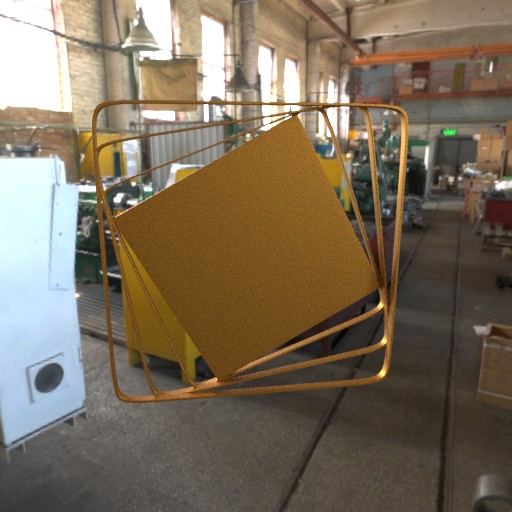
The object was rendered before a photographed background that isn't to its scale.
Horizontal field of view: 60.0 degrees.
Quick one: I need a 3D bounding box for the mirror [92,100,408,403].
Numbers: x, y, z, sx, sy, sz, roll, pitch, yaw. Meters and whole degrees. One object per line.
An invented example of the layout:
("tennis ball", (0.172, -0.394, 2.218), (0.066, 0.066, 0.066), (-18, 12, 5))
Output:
("mirror", (0.000, 0.000, 0.709), (0.470, 0.468, 0.045), (-2, 14, -9))
